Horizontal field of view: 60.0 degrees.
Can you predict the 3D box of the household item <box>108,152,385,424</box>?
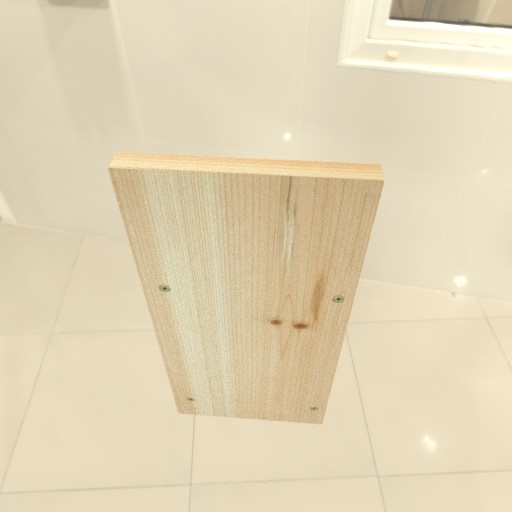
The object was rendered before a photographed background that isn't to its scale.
[{"bbox_3d":[0.000,0.000,0.399,0.149,0.300,0.171,3,46,3],"label":"household item"}]
